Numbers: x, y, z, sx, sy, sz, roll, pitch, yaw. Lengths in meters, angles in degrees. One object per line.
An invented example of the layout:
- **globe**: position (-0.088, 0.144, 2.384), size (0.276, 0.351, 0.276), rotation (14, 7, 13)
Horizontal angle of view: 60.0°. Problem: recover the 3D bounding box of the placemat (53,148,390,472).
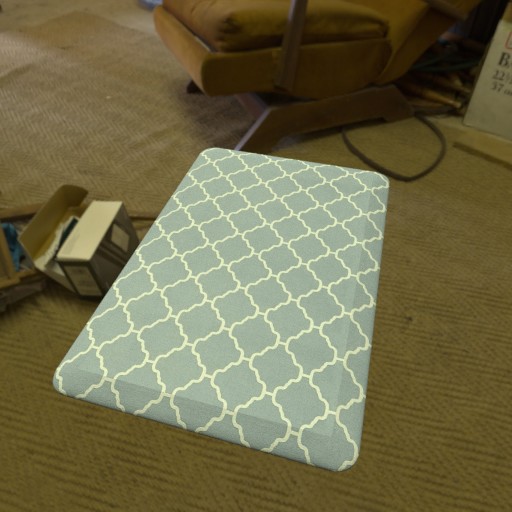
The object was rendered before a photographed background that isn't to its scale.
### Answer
- **placemat**: position (0.000, 0.000, 0.927), size (0.508, 0.021, 0.762), rotation (11, 47, 11)
